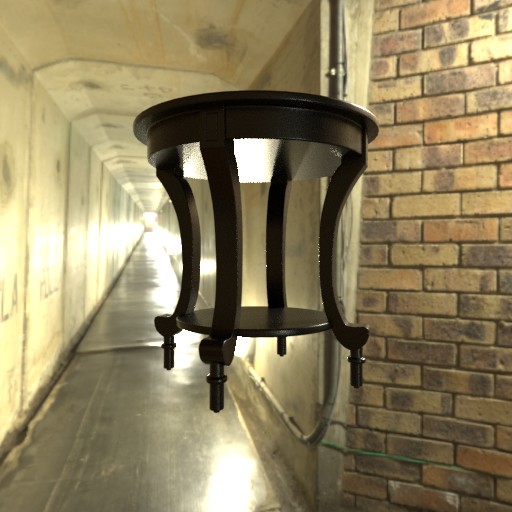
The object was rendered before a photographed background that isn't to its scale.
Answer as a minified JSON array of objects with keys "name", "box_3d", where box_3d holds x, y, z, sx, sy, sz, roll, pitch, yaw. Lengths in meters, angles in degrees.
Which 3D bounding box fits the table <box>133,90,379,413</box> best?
[{"name":"table","box_3d":[0.000,0.000,1.117,0.597,0.618,0.597,0,1,0]}]
